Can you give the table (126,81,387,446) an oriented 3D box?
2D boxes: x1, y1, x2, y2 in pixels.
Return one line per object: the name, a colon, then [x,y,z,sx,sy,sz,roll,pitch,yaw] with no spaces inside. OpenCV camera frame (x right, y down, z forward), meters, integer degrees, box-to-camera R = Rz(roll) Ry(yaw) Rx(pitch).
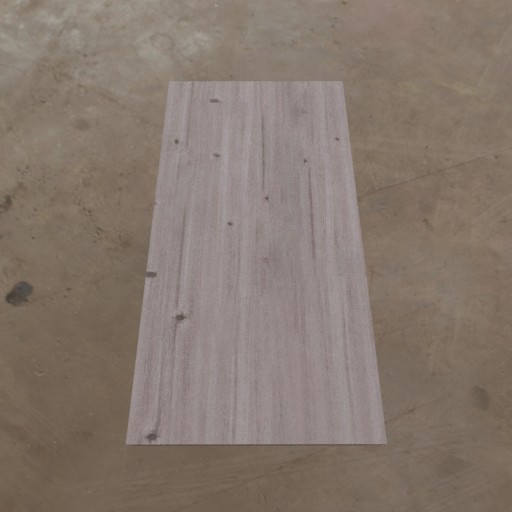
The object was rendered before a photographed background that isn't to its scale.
table: [0.000,0.000,1.689,0.700,0.450,1.350,0,64,0]
